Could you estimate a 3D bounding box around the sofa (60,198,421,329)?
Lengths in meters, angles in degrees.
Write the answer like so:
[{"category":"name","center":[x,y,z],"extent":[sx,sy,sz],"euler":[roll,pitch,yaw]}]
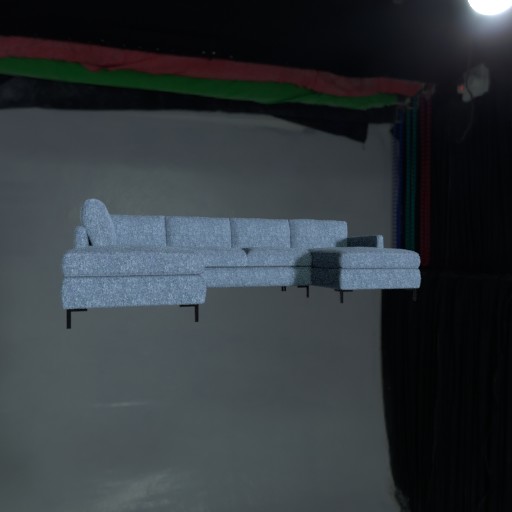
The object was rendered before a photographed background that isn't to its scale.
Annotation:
[{"category":"sofa","center":[0.000,0.000,3.593],"extent":[2.737,0.756,1.879],"euler":[0,0,-18]}]
